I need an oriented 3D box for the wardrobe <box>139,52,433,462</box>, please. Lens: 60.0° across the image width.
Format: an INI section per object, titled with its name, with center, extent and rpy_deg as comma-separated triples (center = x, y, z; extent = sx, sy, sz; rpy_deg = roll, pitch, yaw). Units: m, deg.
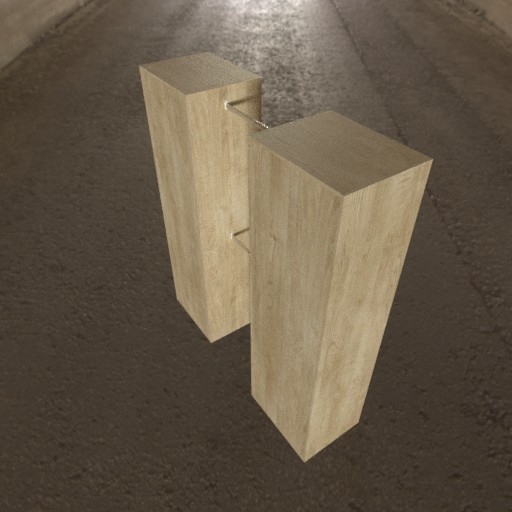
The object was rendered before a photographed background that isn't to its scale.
[wardrobe]
center = 0.000, 0.000, 2.852
extent = 0.480, 2.000, 1.770
rpy_deg = -24, 46, -26
